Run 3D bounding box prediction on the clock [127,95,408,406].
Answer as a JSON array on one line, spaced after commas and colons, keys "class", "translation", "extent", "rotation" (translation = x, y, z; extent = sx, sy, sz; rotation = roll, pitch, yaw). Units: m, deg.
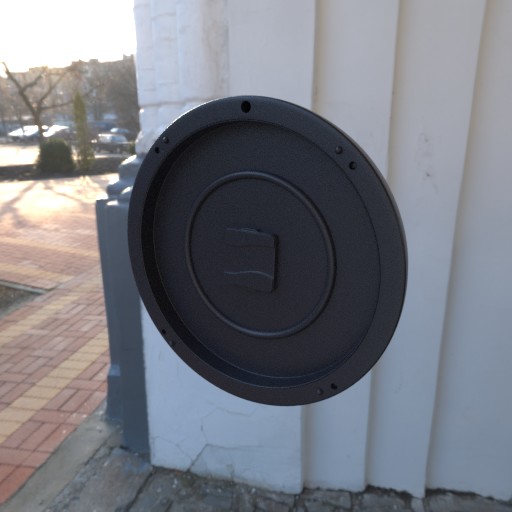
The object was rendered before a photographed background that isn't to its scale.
[{"class": "clock", "translation": [0.000, 0.000, 0.443], "extent": [0.300, 0.300, 0.060], "rotation": [9, 18, 28]}]
